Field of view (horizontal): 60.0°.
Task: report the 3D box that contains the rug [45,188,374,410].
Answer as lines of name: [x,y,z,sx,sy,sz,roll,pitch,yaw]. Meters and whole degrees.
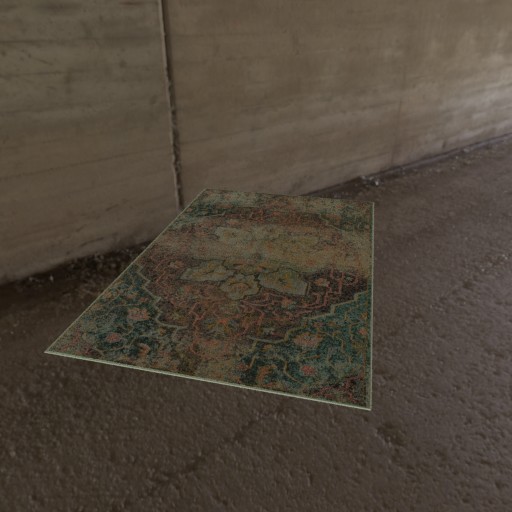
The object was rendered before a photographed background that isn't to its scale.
rug: [0.000,0.000,2.961,1.566,0.004,2.363,7,29,13]
